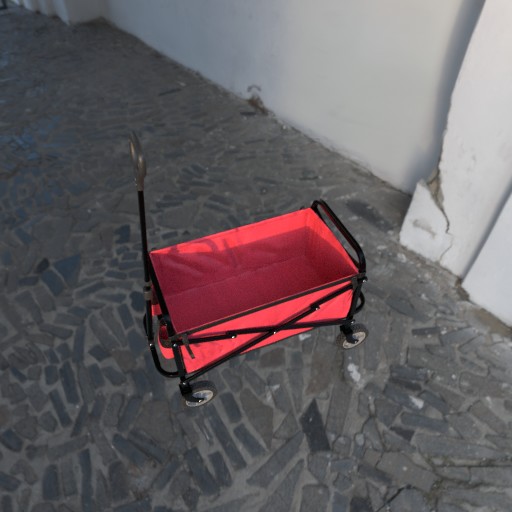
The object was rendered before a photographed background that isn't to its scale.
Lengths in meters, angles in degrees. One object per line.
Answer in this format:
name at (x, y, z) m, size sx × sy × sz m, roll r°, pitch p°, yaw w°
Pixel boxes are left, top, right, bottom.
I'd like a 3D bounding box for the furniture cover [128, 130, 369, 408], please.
furniture cover at (0.000, 0.000, 1.837) m, size 1.038 × 1.295 × 0.532 m, roll -17°, pitch 49°, yaw -15°
